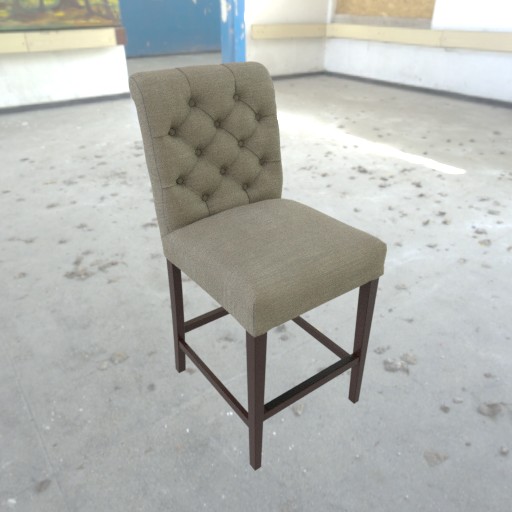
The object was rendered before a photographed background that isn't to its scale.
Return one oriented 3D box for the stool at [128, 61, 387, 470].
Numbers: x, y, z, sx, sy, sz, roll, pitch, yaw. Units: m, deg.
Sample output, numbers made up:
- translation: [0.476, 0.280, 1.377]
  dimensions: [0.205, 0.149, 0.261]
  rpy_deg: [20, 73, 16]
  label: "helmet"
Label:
- translation: [0.000, 0.000, 1.432]
  dimensions: [0.486, 1.084, 0.660]
  rpy_deg: [-20, 36, -31]
  label: "stool"
